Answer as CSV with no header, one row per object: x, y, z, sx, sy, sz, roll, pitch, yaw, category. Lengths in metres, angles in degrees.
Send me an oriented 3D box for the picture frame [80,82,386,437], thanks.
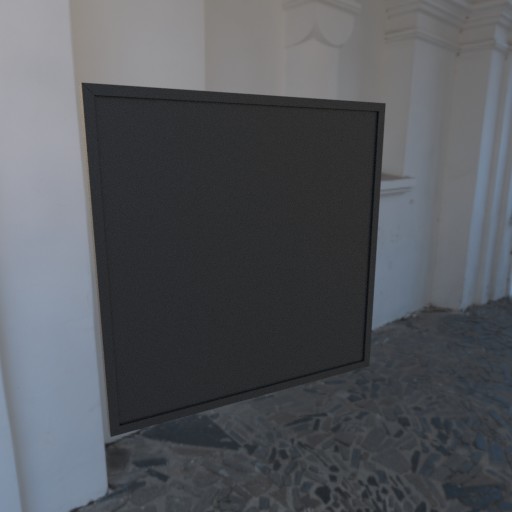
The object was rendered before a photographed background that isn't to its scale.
0.000,0.000,1.129,0.775,0.775,0.032,-7,14,-26,picture frame
